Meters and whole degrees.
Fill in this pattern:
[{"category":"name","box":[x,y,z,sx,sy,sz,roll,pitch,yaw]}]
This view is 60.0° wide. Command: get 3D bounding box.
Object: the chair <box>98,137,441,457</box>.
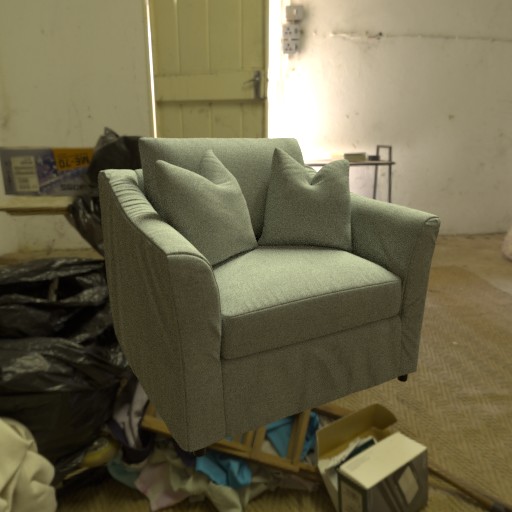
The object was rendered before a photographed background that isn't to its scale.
[{"category":"chair","box":[0.000,0.000,2.054,1.194,1.059,1.071,-9,18,-28]}]
